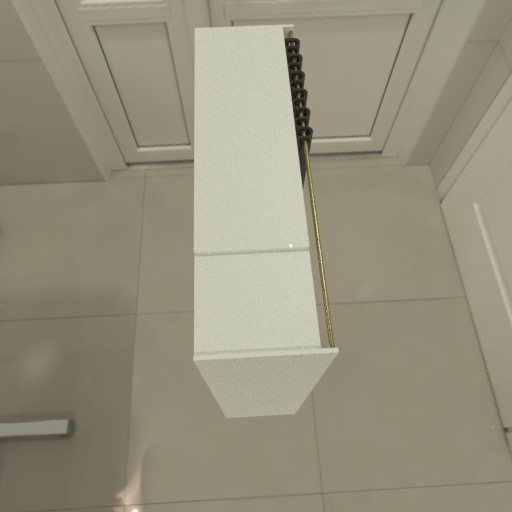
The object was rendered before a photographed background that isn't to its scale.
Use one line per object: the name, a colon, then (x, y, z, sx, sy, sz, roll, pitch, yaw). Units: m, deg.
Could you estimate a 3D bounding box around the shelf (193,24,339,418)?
shelf: (0.000, 0.000, 2.609, 0.500, 1.810, 1.600, -3, 64, -1)
